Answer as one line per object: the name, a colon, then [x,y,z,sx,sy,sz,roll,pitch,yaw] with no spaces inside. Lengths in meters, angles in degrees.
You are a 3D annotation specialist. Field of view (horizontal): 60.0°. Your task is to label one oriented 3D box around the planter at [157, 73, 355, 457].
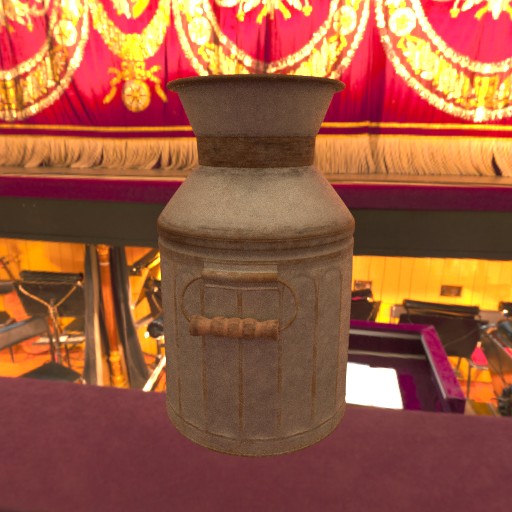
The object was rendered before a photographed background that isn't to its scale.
planter: [0.000,0.000,0.494,0.215,0.358,0.248,2,16,8]
